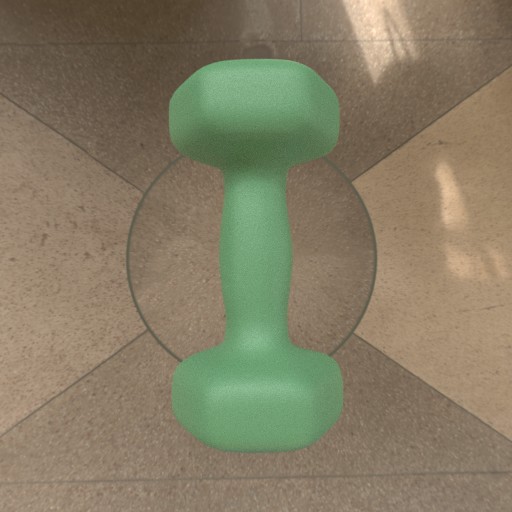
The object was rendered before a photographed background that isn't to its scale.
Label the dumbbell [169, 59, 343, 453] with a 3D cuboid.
[{"bbox_3d":[0.000,0.000,0.321,0.126,0.114,0.257,0,90,-1],"label":"dumbbell"}]
